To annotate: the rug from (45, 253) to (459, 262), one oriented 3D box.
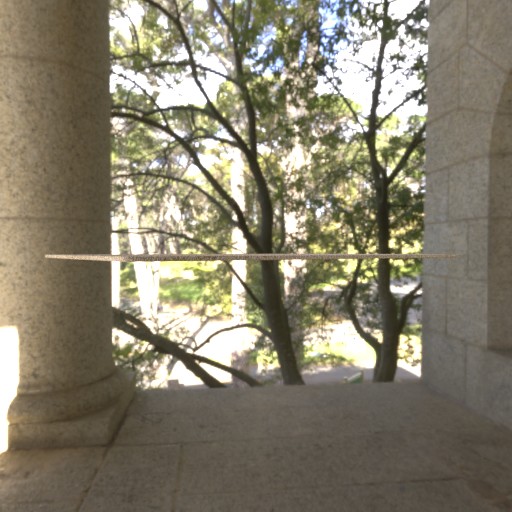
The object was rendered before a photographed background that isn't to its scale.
[{"bbox_3d":[0.000,0.000,3.440,2.700,0.024,1.801,0,1,-36],"label":"rug"}]
